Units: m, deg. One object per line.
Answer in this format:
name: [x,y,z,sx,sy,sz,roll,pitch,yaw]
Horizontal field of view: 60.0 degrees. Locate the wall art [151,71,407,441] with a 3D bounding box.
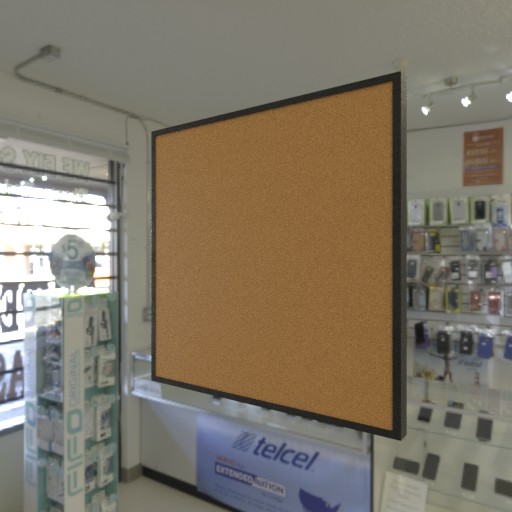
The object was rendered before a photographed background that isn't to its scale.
wall art: [0.000,0.000,1.150,0.763,0.763,0.039,0,0,36]
